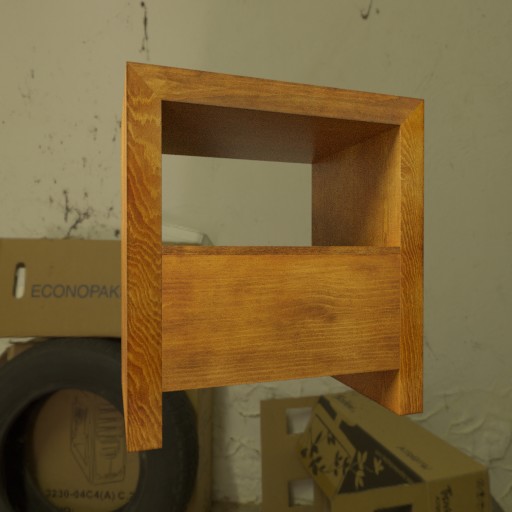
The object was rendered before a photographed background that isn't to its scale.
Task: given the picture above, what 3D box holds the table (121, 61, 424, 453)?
[{"bbox_3d":[0.000,0.000,0.959,0.550,0.605,0.400,0,1,-18],"label":"table"}]
